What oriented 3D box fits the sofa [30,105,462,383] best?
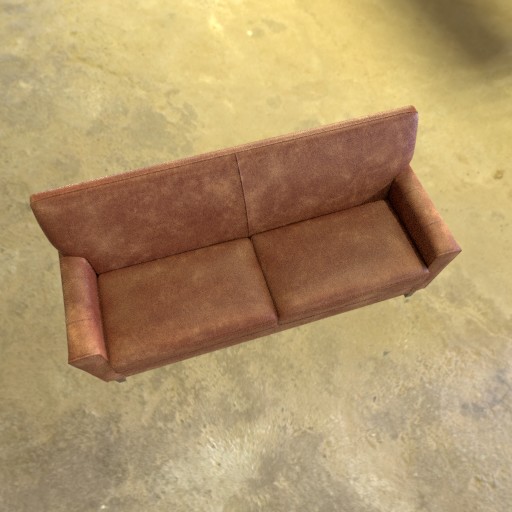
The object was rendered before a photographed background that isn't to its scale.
[{"bbox_3d":[0.000,0.000,2.489,2.053,0.947,0.805,-15,64,-8],"label":"sofa"}]
